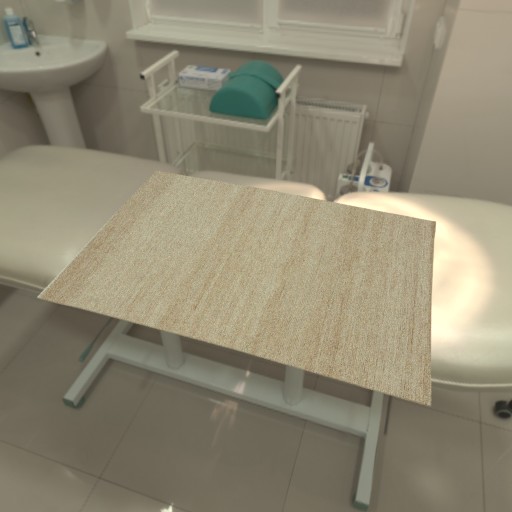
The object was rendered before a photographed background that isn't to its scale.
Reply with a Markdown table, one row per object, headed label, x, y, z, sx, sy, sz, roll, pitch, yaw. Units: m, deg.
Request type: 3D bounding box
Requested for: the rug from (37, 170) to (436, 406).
| label | x | y | z | sx | sy | sz | roll | pitch | yaw |
| --- | --- | --- | --- | --- | --- | --- | --- | --- | --- |
| rug | 0.000 | 0.000 | 3.023 | 2.346 | 0.029 | 1.574 | 12 | 44 | 13 |
